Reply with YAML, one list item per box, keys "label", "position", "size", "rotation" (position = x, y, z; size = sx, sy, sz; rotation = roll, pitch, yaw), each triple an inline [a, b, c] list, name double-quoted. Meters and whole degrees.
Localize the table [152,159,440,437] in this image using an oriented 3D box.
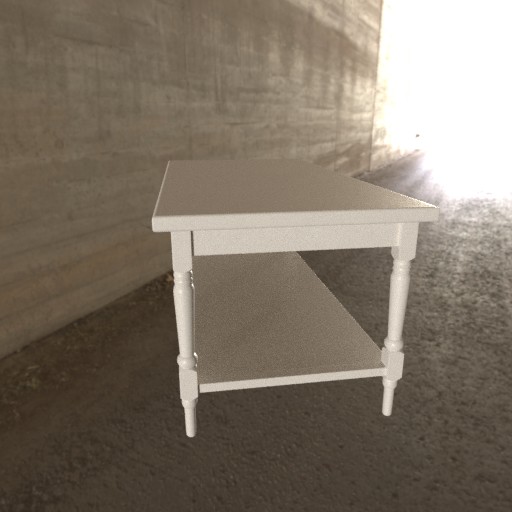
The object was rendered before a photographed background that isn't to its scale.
- label: "table"
  position: [0.000, 0.000, 1.418]
  size: [0.550, 0.510, 1.107]
  rotation: [-3, 17, -9]
